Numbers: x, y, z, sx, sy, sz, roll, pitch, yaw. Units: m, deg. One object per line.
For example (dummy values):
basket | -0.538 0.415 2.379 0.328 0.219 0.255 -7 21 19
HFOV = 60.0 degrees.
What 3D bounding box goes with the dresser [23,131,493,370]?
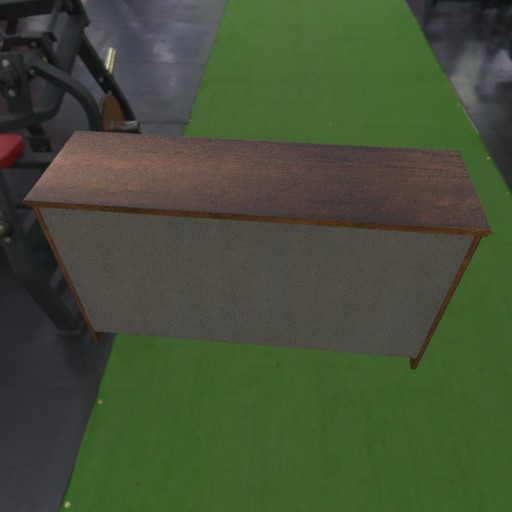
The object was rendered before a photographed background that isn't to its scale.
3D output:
dresser | 0.000 0.000 1.918 1.551 0.856 0.463 4 46 4
